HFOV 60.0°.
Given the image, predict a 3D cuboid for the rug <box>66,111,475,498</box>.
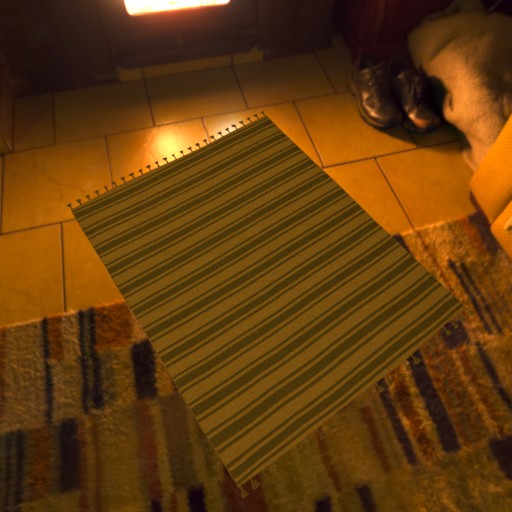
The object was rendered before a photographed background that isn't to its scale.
[{"bbox_3d":[0.000,0.000,4.138,2.439,0.005,3.201,-31,63,-18],"label":"rug"}]
